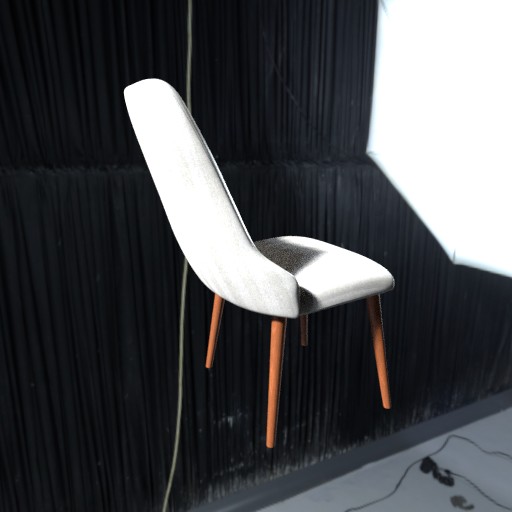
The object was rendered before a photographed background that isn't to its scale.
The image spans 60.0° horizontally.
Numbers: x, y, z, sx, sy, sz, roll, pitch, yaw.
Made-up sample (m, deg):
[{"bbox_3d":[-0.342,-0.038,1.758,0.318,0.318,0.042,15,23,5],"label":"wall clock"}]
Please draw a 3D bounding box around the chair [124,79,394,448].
[{"bbox_3d":[0.000,0.000,1.308,0.684,0.917,0.526,-7,16,-25],"label":"chair"}]
